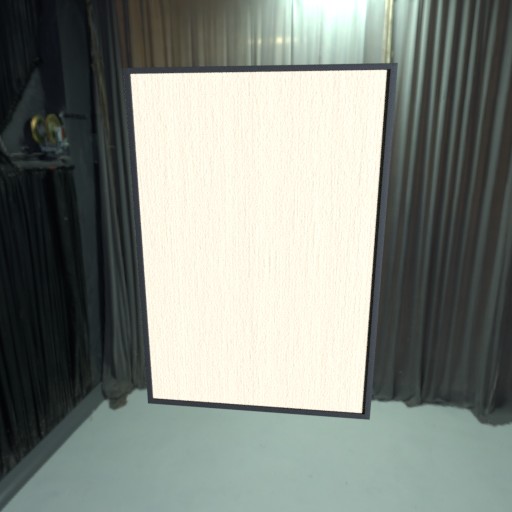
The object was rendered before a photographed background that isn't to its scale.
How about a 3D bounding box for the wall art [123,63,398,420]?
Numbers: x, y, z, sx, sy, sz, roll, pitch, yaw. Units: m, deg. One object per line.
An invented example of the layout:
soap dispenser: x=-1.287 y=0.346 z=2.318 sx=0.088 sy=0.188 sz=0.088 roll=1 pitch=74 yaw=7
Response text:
wall art: x=0.000 y=0.000 z=0.826 sx=0.457 sy=0.657 sz=0.013 roll=2 pitch=16 yaw=7
